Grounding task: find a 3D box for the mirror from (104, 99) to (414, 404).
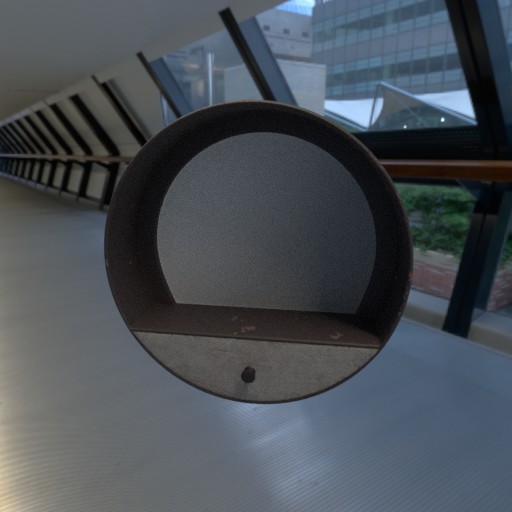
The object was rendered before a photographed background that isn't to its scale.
[{"bbox_3d":[0.000,0.000,0.589,0.386,0.386,0.126,2,14,9],"label":"mirror"}]
